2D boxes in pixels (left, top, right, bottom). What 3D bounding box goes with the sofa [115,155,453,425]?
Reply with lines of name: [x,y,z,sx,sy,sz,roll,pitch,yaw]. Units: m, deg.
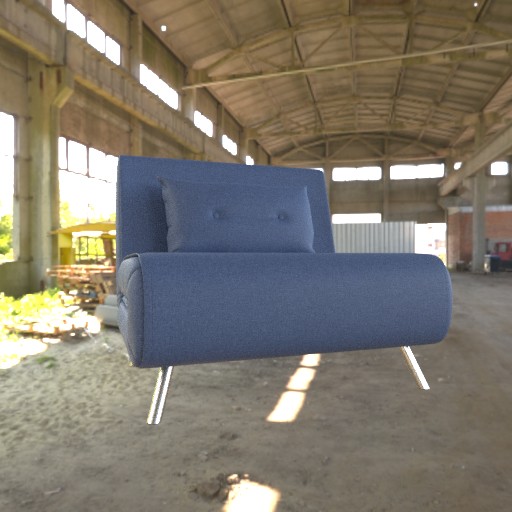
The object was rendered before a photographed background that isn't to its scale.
sofa: [0.000,0.000,1.683,0.999,0.860,0.996,0,0,-20]
